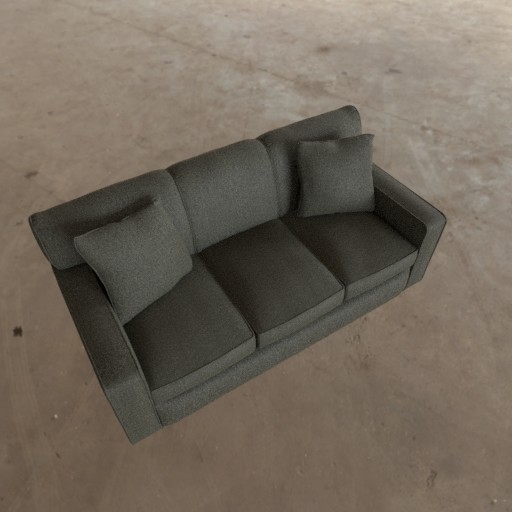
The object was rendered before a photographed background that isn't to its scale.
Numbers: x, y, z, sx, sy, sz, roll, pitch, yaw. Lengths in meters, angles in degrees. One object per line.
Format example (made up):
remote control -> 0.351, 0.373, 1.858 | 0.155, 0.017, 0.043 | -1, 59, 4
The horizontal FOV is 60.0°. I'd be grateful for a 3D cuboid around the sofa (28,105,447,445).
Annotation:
sofa -> 0.000, 0.000, 2.524 | 2.024, 0.958, 0.997 | -25, 51, -21
